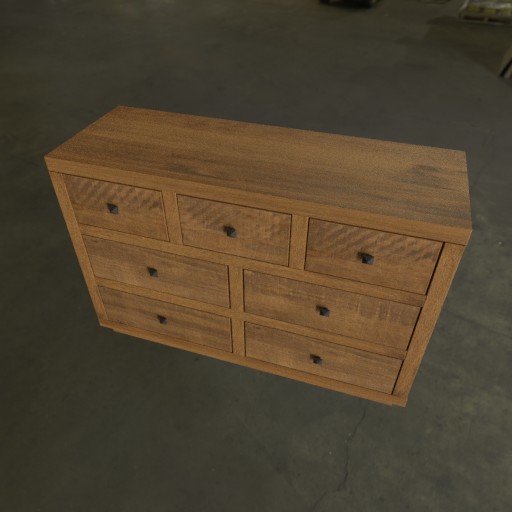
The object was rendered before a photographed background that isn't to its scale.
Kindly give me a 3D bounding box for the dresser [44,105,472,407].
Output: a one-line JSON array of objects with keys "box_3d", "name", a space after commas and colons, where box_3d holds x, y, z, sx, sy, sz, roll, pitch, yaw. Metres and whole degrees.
[{"box_3d": [0.000, 0.000, 1.657, 1.261, 0.825, 0.479, 12, 41, 14], "name": "dresser"}]
